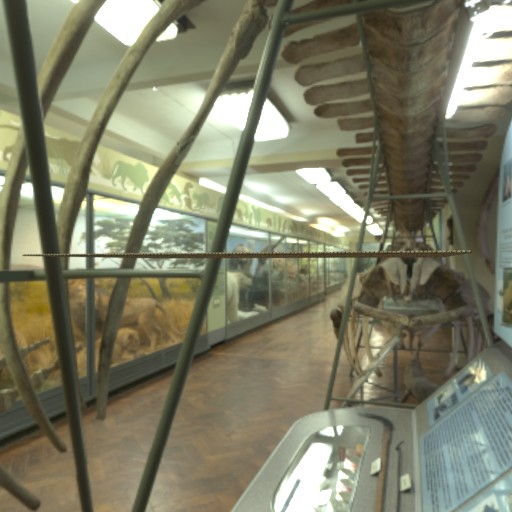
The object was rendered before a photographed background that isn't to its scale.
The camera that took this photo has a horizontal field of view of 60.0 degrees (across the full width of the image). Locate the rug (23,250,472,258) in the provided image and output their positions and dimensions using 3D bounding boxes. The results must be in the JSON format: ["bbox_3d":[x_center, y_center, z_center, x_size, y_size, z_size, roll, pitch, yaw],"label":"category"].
[{"bbox_3d":[0.000,0.000,2.969,2.439,0.011,1.533,0,-1,19],"label":"rug"}]
